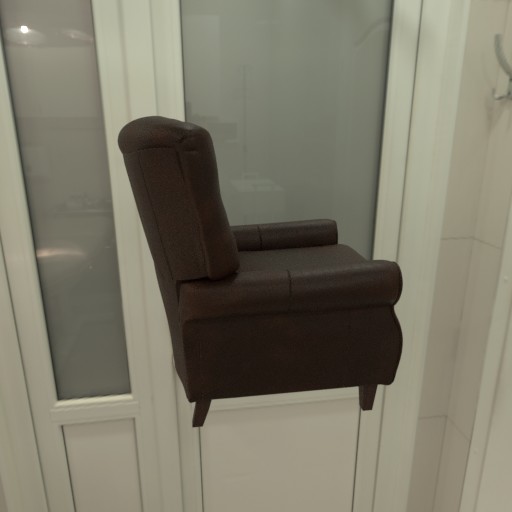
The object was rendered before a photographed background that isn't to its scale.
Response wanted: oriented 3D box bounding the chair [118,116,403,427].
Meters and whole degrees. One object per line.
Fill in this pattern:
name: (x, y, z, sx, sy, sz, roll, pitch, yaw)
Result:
chair: (0.000, 0.000, 1.922, 1.058, 1.158, 0.948, -3, 17, -8)
